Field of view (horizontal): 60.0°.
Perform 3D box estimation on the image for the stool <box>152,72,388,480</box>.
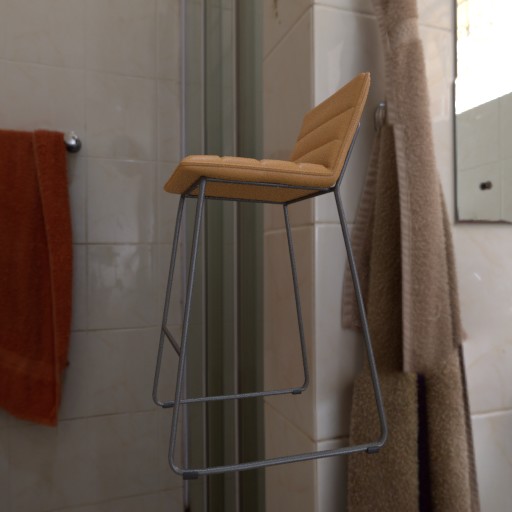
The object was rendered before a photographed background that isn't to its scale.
[{"bbox_3d":[0.000,0.000,1.217,0.524,0.936,0.489,0,0,-17],"label":"stool"}]
